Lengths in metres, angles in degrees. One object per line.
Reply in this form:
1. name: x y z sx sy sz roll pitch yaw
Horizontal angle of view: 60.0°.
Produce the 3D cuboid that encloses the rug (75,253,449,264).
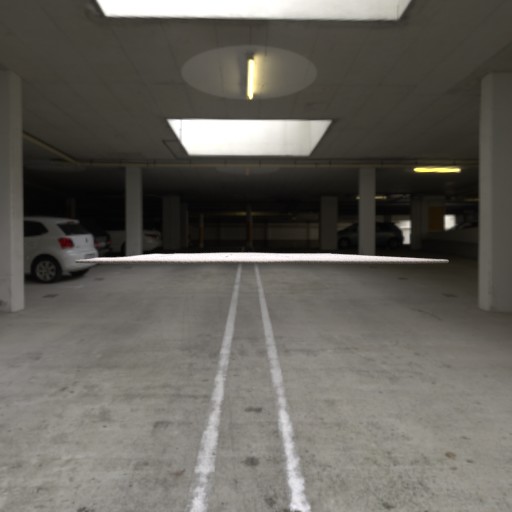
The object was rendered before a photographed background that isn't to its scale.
1. rug: 0.000 0.000 1.032 0.511 0.008 0.869 0 1 -1
